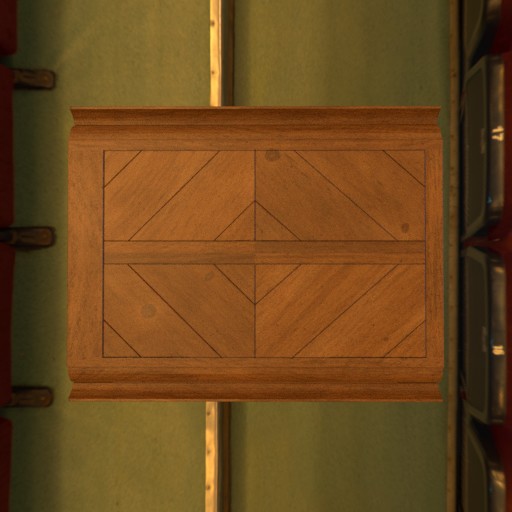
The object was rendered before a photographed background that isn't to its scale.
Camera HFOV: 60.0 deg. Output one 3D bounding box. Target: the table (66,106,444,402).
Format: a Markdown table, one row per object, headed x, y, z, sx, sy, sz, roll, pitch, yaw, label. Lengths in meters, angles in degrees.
| x | y | z | sx | sy | sz | roll | pitch | yaw | label |
| --- | --- | --- | --- | --- | --- | --- | --- | --- | --- |
| 0.000 | 0.000 | 1.259 | 0.746 | 0.763 | 0.591 | 0 | 89 | 0 | table |
